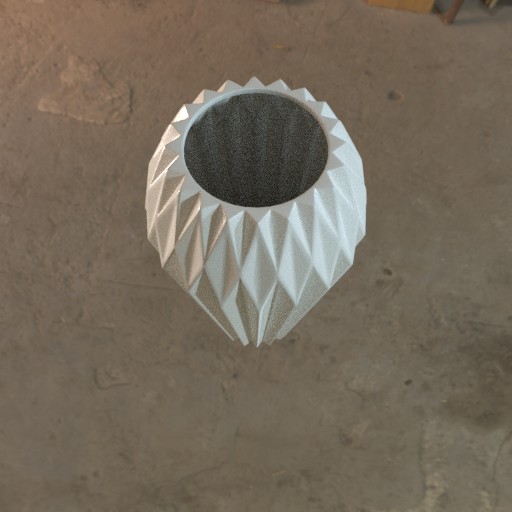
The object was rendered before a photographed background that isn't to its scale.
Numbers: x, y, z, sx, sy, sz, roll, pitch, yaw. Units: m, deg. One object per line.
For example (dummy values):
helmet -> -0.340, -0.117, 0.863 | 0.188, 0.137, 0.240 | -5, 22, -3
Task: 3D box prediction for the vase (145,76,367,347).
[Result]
vase -> 0.000, 0.000, 0.333 | 0.133, 0.263, 0.133 | 0, 66, 0
